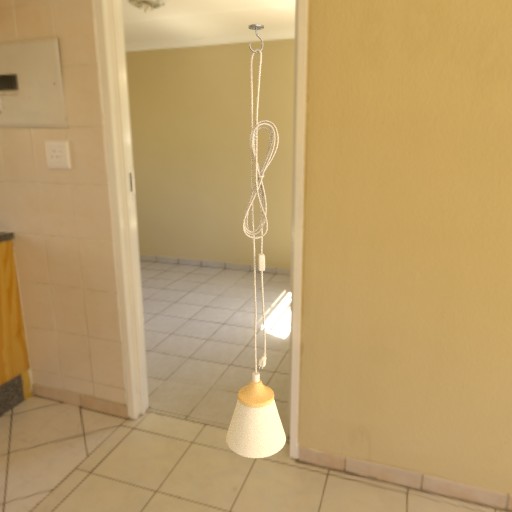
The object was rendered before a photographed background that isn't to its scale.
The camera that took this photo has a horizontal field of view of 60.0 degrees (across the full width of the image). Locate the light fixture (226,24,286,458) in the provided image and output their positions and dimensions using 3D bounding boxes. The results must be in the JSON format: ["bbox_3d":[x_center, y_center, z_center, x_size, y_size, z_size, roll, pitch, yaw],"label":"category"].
[{"bbox_3d":[0.000,0.000,1.022,0.153,0.966,0.153,2,14,9],"label":"light fixture"}]
